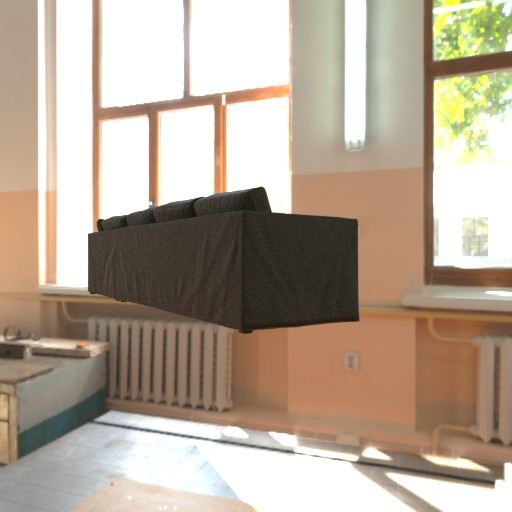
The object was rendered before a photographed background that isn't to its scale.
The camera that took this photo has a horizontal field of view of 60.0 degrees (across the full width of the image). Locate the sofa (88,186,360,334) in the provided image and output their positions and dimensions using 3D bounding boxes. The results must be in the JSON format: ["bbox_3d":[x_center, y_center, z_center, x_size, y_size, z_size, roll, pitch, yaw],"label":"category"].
[{"bbox_3d":[0.000,0.000,4.393,2.432,0.871,3.182,0,0,-36],"label":"sofa"}]
